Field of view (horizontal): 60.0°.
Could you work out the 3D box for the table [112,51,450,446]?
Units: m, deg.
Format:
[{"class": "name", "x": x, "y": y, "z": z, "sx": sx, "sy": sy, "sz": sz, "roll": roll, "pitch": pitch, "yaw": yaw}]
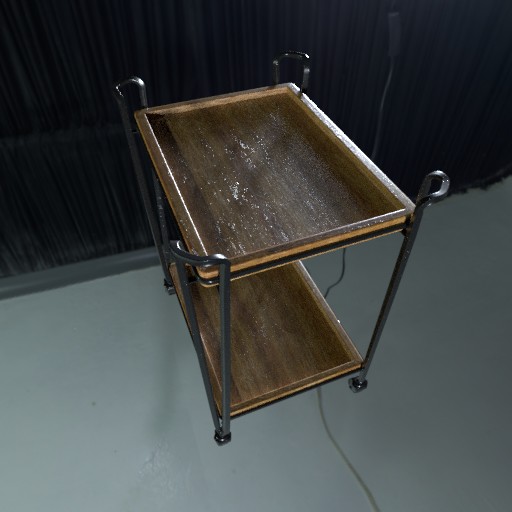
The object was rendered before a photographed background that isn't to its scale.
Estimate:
[{"class": "table", "x": 0.000, "y": 0.000, "z": 1.195, "sx": 0.505, "sy": 0.785, "sz": 0.672, "roll": -16, "pitch": 48, "yaw": -15}]
